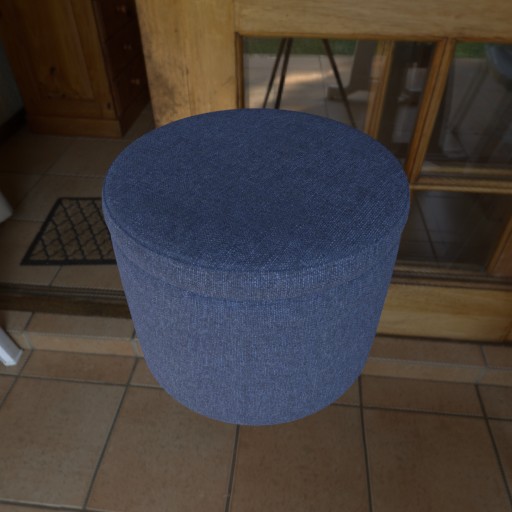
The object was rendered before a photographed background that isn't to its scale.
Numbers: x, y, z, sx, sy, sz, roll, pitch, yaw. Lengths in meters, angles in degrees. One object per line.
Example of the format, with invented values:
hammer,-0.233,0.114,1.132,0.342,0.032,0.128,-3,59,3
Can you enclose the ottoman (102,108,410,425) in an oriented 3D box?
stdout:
ottoman,0.000,0.000,0.885,0.520,0.430,0.520,0,42,0
